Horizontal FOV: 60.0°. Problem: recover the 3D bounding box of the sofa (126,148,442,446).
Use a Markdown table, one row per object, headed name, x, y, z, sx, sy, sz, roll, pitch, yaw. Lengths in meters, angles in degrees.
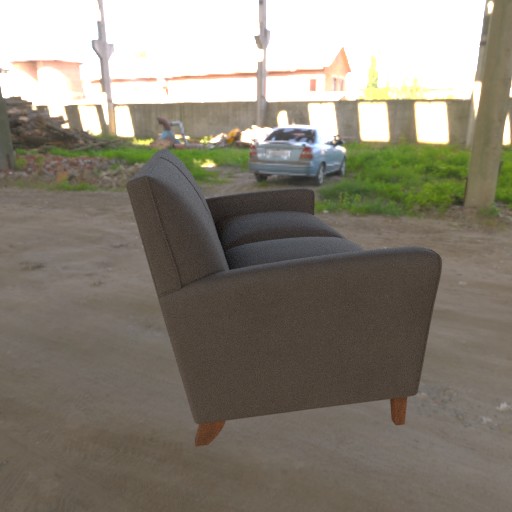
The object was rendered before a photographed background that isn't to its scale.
| name | x | y | z | sx | sy | sz | roll | pitch | yaw |
| --- | --- | --- | --- | --- | --- | --- | --- | --- | --- |
| sofa | 0.000 | 0.000 | 1.918 | 0.871 | 0.846 | 1.420 | -3 | 17 | -9 |
